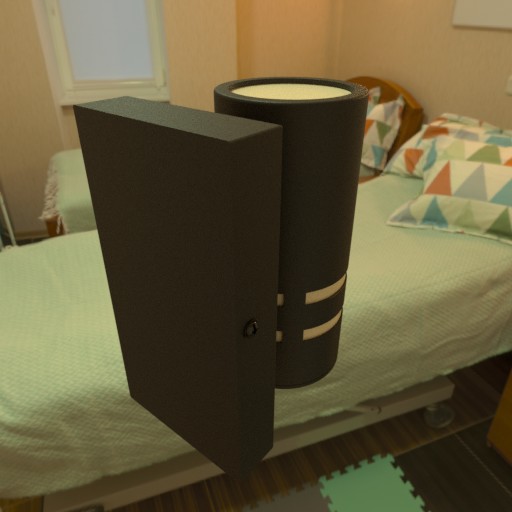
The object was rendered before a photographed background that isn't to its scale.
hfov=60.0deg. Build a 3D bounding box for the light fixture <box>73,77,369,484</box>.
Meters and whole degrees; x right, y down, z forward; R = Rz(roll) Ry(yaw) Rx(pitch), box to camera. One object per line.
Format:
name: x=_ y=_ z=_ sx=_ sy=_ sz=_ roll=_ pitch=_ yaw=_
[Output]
light fixture: x=0.000 y=0.000 z=0.257 sx=0.098 sy=0.179 sz=0.138 roll=22 pitch=37 yaw=33
